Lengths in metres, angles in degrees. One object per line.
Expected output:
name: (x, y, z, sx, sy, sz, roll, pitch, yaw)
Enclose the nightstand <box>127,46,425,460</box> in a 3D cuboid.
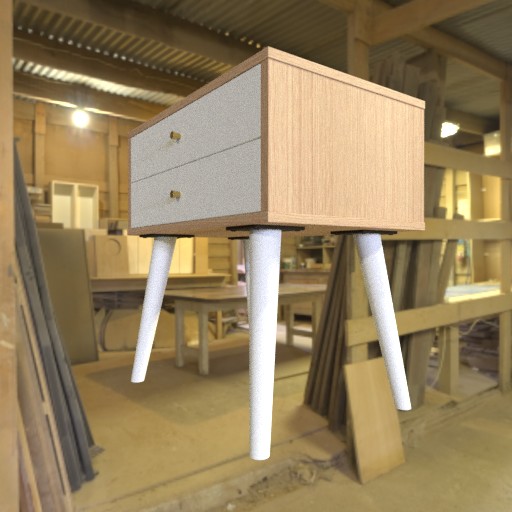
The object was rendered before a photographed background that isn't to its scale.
nightstand: (0.000, 0.000, 0.984, 0.407, 0.610, 0.571, 0, 0, -36)
